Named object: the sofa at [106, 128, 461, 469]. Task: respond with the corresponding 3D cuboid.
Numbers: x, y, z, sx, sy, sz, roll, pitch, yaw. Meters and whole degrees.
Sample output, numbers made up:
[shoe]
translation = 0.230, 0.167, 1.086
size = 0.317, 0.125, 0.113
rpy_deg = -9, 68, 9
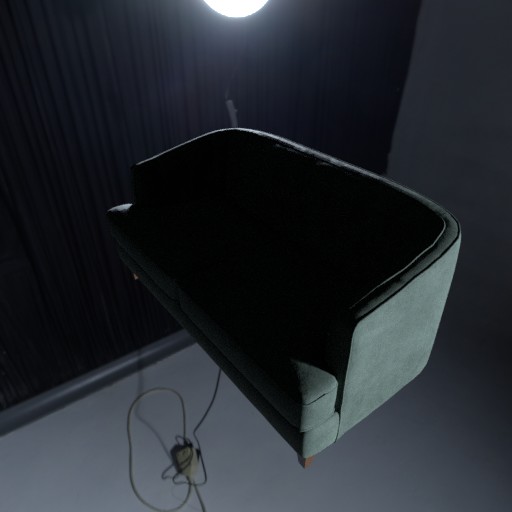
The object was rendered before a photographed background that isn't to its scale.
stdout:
[sofa]
translation = 0.000, 0.000, 2.221
size = 0.941, 0.855, 1.733
rpy_deg = -22, 39, -30
